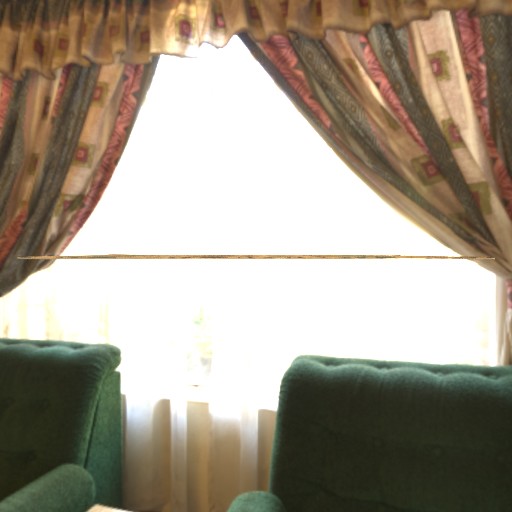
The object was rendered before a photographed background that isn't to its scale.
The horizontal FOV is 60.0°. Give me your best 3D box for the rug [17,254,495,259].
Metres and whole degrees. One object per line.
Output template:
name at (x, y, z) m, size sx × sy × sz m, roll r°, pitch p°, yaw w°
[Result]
rug at (0.000, 0.000, 2.098) m, size 1.698 × 0.013 × 1.072 m, roll 0°, pitch 1°, yaw 0°
